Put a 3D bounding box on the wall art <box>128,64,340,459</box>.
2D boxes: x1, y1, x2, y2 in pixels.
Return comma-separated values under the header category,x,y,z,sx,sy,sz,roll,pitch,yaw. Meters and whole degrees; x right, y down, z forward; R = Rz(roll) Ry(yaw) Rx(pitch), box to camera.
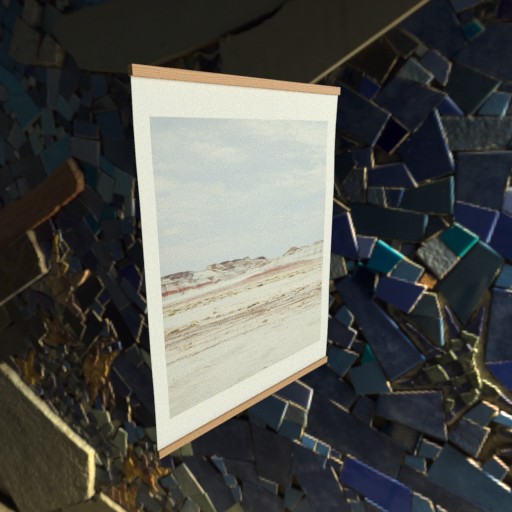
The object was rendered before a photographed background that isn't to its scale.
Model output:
category,x,y,z,sx,sy,sz,roll,pitch,yaw
wall art,0.000,0.000,0.810,0.458,0.605,0.011,-15,22,-43
